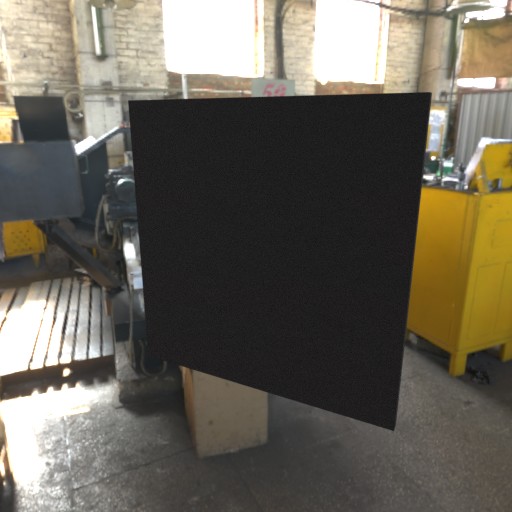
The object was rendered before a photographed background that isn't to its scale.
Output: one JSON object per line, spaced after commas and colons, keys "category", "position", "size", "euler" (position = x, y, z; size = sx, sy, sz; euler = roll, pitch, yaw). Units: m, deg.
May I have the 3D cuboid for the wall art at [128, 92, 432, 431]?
{"category": "wall art", "position": [0.000, 0.000, 0.678], "size": [0.456, 0.458, 0.013], "euler": [9, 19, 27]}
